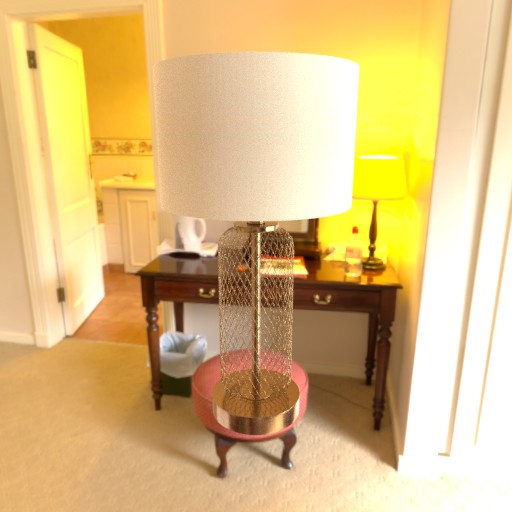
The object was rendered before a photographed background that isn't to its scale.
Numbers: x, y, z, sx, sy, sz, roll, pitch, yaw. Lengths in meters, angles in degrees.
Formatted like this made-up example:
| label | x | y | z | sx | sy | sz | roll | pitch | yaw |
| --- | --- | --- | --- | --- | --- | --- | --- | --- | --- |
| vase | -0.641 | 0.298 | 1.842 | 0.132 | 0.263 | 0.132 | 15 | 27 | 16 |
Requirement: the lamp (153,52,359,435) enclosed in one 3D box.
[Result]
| label | x | y | z | sx | sy | sz | roll | pitch | yaw |
| --- | --- | --- | --- | --- | --- | --- | --- | --- | --- |
| lamp | 0.000 | 0.000 | 0.618 | 0.252 | 0.483 | 0.252 | -8 | 17 | -26 |
